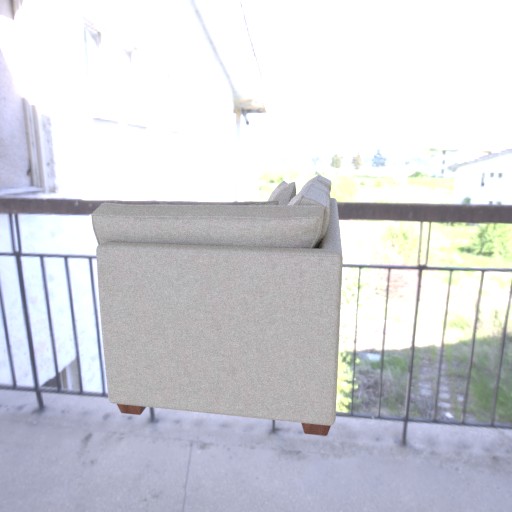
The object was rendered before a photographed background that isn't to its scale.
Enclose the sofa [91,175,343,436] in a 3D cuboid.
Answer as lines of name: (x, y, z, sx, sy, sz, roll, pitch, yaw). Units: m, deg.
sofa: (0.000, 0.000, 2.866, 1.061, 0.962, 2.317, 2, 13, 9)
